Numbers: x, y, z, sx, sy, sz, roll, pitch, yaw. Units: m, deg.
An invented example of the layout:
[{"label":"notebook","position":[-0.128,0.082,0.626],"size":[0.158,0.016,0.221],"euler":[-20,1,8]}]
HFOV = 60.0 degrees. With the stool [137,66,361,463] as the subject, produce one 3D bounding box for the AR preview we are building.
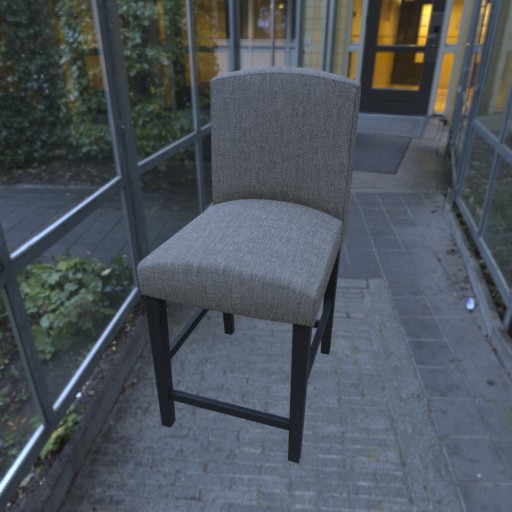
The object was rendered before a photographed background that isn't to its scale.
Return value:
[{"label":"stool","position":[0.000,0.000,1.264],"size":[0.451,0.966,0.552],"euler":[8,28,16]}]
